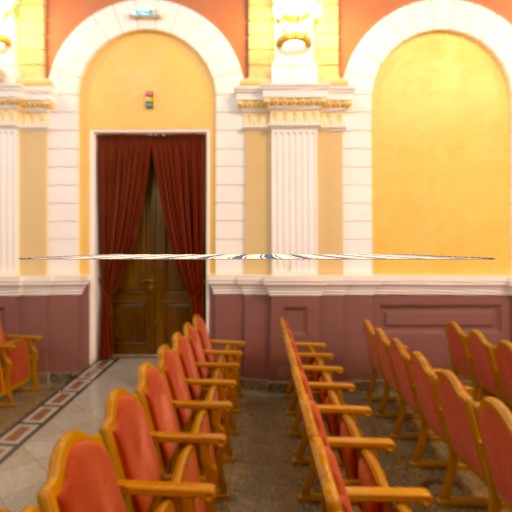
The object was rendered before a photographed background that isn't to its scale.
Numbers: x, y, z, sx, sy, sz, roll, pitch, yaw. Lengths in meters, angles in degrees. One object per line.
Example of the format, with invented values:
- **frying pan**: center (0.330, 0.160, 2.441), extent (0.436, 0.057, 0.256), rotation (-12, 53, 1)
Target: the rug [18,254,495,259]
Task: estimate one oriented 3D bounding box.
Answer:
- **rug**: center (0.000, 0.000, 2.883), extent (2.315, 0.010, 1.544), rotation (0, 1, 1)
